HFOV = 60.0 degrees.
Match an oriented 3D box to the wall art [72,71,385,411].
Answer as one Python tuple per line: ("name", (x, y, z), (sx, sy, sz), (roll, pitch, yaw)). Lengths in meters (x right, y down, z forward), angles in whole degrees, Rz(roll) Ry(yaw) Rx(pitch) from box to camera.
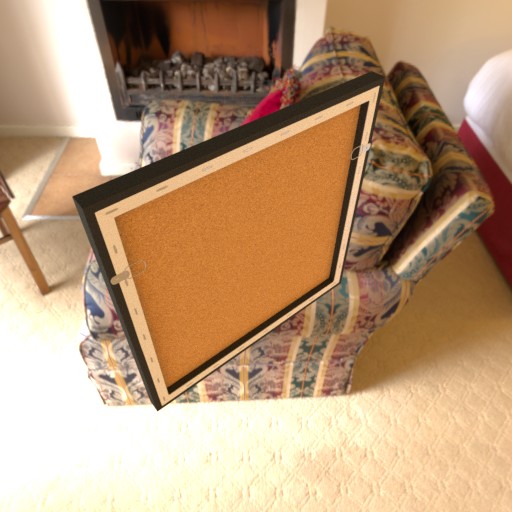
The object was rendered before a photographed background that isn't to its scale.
("wall art", (0.000, 0.000, 1.168), (0.758, 0.758, 0.044), (-31, 54, -26))
